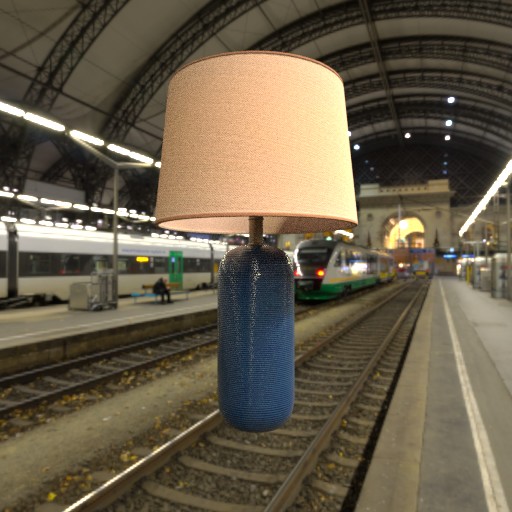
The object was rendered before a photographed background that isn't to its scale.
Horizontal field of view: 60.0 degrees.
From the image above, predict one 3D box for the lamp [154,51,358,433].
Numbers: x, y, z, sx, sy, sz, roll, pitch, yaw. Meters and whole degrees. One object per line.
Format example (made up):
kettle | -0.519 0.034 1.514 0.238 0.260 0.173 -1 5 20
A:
lamp | 0.000 0.000 0.818 0.367 0.609 0.367 0 -1 0
